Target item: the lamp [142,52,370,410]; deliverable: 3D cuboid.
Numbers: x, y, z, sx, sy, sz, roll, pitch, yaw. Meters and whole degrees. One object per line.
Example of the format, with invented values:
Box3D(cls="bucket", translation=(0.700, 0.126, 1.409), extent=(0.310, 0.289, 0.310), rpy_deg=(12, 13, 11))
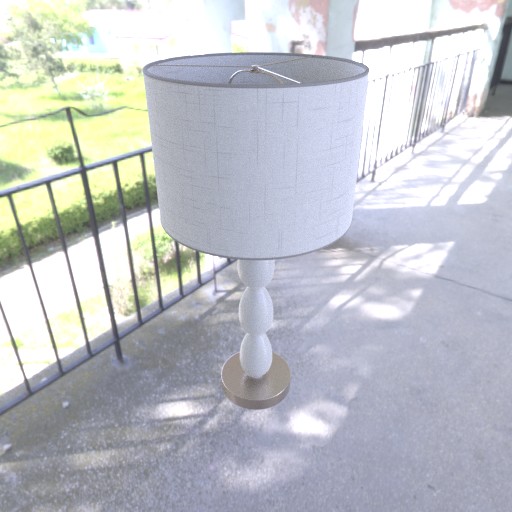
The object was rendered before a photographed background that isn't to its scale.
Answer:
Box3D(cls="lamp", translation=(0.000, 0.000, 0.700), extent=(0.282, 0.559, 0.280), rpy_deg=(22, 37, 32))
